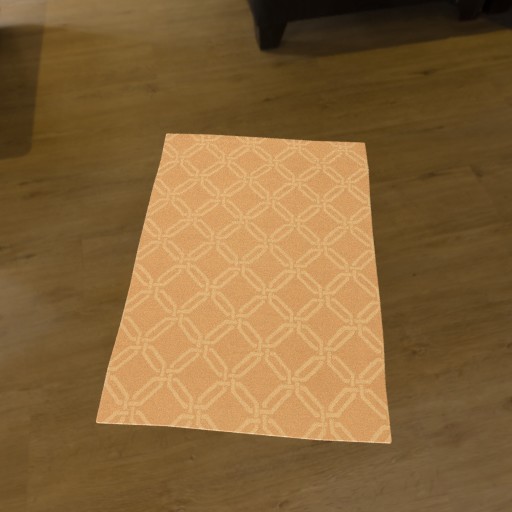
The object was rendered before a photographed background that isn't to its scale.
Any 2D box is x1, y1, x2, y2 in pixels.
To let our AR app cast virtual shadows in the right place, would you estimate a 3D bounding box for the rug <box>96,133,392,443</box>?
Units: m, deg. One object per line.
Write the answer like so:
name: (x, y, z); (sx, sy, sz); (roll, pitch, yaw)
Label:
rug: (0.000, 0.000, 2.809); (1.524, 0.013, 2.135); (3, 58, 2)
